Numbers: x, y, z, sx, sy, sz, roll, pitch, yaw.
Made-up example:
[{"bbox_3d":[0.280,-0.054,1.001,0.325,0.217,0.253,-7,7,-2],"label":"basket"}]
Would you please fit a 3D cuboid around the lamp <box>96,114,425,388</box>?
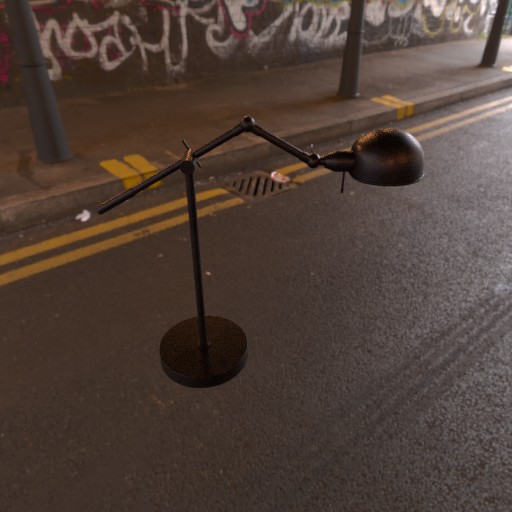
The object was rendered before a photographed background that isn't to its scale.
[{"bbox_3d":[0.000,0.000,0.815,0.567,0.495,0.185,0,32,0],"label":"lamp"}]
